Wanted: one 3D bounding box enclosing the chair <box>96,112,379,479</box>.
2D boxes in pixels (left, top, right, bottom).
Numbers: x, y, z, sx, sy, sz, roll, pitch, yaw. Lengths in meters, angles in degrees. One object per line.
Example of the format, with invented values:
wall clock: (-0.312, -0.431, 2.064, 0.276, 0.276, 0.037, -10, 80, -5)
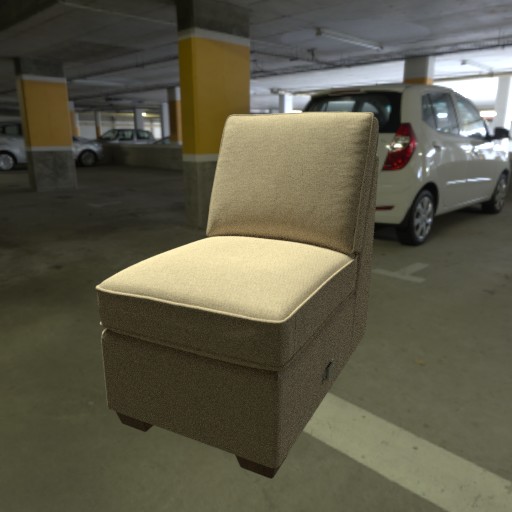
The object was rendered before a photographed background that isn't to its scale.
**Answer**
chair: (0.000, 0.000, 1.529, 0.621, 0.970, 0.938, 8, 17, 26)
